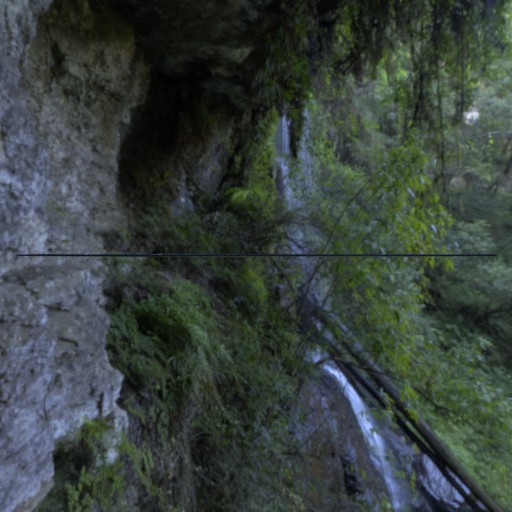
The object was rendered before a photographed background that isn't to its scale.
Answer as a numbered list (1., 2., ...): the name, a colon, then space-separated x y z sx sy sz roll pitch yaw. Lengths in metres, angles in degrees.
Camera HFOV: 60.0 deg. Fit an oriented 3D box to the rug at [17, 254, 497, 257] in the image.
1. rug: 0.000 0.000 4.291 3.342 0.018 2.432 0 0 -1
